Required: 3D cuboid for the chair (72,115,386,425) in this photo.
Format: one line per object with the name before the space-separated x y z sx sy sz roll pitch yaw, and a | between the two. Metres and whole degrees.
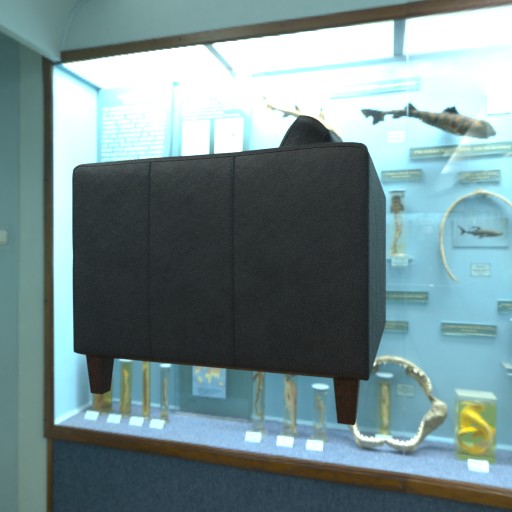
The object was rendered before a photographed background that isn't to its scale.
chair | 0.000 0.000 1.595 0.862 0.811 0.939 0 0 19
